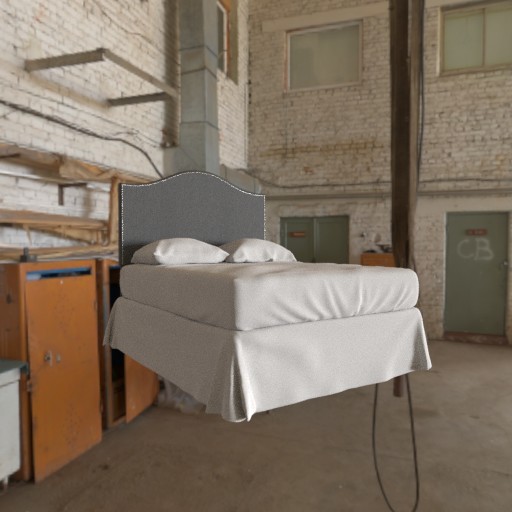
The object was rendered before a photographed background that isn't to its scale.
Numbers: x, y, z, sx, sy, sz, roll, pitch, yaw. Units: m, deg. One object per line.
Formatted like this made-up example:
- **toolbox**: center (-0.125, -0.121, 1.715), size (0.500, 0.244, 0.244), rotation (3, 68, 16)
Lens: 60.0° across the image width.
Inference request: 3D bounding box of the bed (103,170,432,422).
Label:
- **bed**: center (0.000, 0.000, 3.598), size (1.876, 1.645, 2.221), rotation (-1, 2, -35)
